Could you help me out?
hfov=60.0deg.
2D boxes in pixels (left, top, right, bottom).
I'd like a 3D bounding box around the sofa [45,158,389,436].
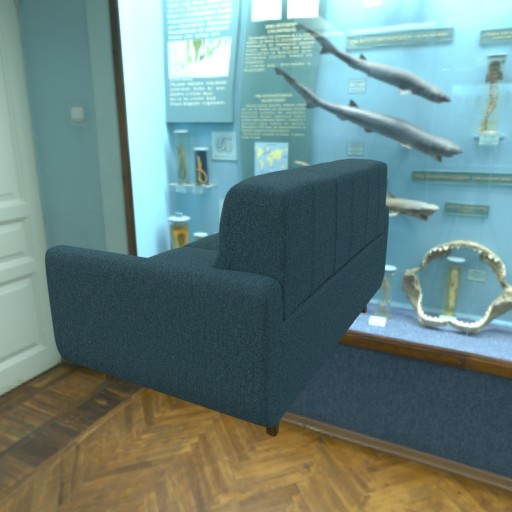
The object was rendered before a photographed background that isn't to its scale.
[{"bbox_3d":[0.000,0.000,2.167,0.942,0.896,1.651,8,18,27],"label":"sofa"}]
